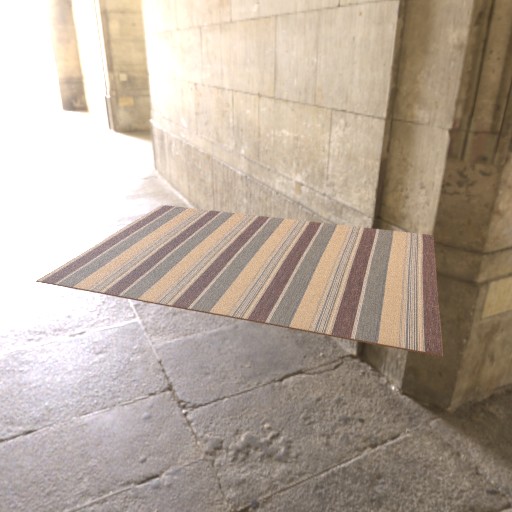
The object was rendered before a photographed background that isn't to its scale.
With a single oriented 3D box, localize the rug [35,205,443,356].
[{"bbox_3d":[0.000,0.000,2.387,1.829,0.008,1.219,8,26,17],"label":"rug"}]
